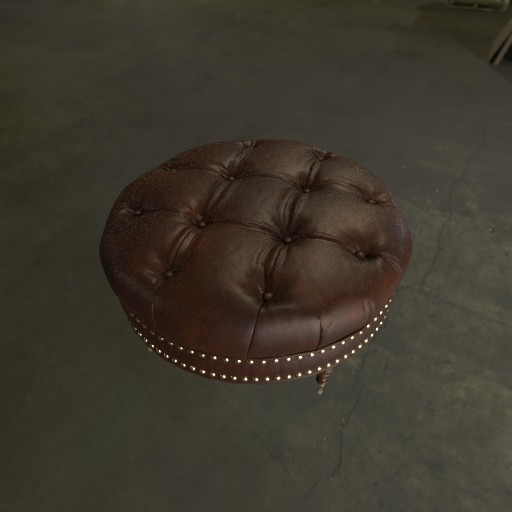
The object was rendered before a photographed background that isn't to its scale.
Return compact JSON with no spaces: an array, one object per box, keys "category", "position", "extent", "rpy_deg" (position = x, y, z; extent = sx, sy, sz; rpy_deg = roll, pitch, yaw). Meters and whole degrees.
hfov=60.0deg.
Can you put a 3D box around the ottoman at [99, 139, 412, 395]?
[{"category":"ottoman","position":[0.000,0.000,1.385],"extent":[0.901,0.455,0.901],"rpy_deg":[0,41,0]}]
